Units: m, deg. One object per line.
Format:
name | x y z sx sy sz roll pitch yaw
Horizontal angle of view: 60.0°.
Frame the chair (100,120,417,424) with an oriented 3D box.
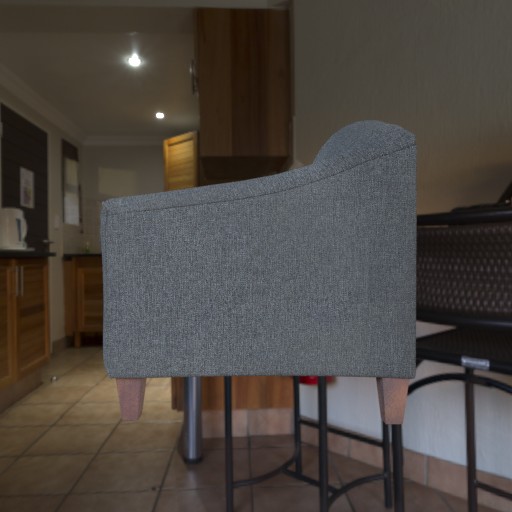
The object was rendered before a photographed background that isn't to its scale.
chair | 0.000 0.000 1.443 0.787 0.839 0.763 0 1 0
